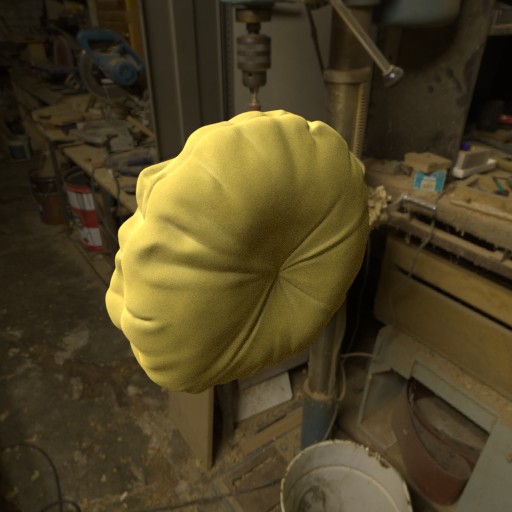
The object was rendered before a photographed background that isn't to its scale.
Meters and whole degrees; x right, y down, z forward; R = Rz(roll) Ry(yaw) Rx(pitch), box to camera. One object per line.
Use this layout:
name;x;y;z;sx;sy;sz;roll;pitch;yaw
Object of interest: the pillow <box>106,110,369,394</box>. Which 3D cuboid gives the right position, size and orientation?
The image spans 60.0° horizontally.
pillow;0.000;0.000;0.646;0.428;0.407;0.148;-20;36;-30
